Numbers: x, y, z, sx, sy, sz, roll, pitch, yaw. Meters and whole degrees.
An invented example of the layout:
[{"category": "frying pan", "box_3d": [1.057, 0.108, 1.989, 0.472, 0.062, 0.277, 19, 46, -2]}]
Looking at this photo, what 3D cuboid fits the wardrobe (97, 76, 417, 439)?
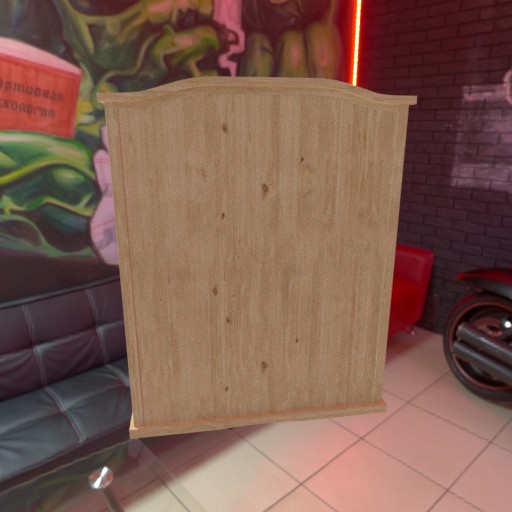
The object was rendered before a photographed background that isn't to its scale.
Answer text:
[{"category": "wardrobe", "box_3d": [0.000, 0.000, 2.560, 1.500, 1.870, 0.570, -3, 17, -9]}]
